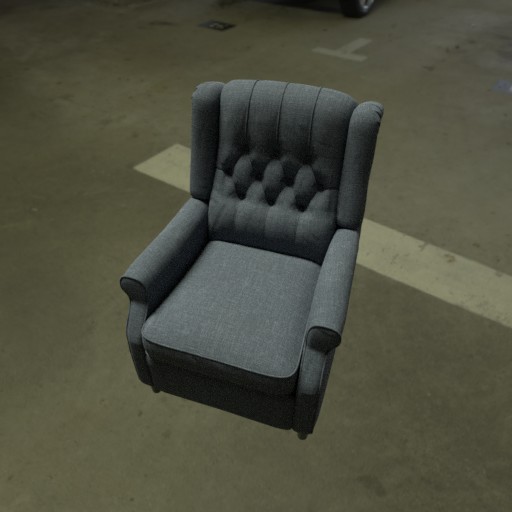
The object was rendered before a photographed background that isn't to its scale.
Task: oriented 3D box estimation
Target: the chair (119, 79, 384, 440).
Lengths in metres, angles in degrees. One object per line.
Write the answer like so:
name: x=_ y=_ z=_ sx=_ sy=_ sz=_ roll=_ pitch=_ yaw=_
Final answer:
chair: x=0.000 y=0.000 z=1.639 sx=0.742 sy=1.035 sz=0.898 roll=13 pitch=43 yaw=14
